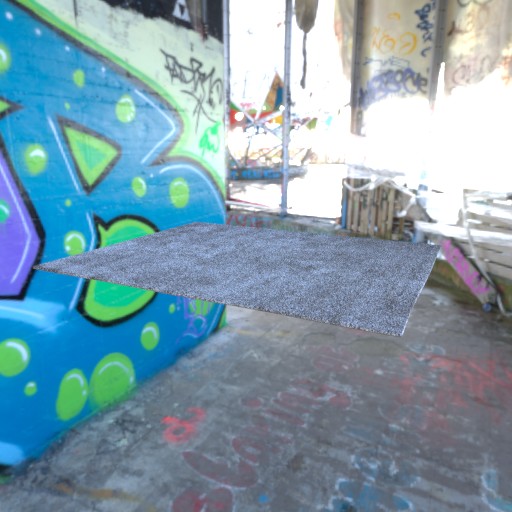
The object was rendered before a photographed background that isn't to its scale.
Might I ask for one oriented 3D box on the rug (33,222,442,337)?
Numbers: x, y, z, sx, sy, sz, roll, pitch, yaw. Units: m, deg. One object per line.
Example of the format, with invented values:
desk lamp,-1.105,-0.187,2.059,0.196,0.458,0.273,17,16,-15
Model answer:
rug,0.000,0.000,4.107,3.000,0.025,2.401,7,16,26
